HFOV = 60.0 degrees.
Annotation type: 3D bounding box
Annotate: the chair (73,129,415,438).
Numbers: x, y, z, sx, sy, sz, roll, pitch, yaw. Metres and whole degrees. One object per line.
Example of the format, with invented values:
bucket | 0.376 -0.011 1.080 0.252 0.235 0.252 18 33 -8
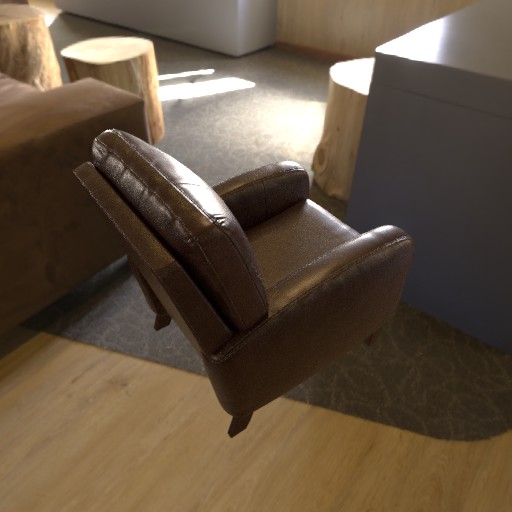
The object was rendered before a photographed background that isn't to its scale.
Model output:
chair | 0.000 0.000 1.678 0.990 0.990 0.762 -25 47 -26
